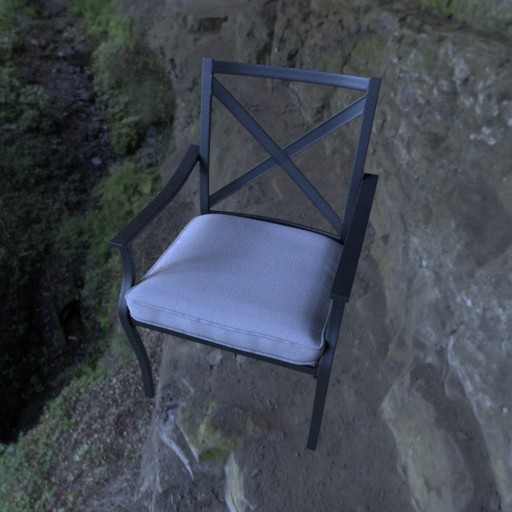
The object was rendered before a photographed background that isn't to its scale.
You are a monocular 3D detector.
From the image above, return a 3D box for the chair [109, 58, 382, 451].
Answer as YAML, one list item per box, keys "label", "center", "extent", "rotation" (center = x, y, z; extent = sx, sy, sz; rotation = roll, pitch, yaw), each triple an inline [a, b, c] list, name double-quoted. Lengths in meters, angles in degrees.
- label: "chair"
  center: [0.000, 0.000, 1.278]
  extent: [0.575, 0.889, 0.620]
  rotation: [13, 43, 14]
